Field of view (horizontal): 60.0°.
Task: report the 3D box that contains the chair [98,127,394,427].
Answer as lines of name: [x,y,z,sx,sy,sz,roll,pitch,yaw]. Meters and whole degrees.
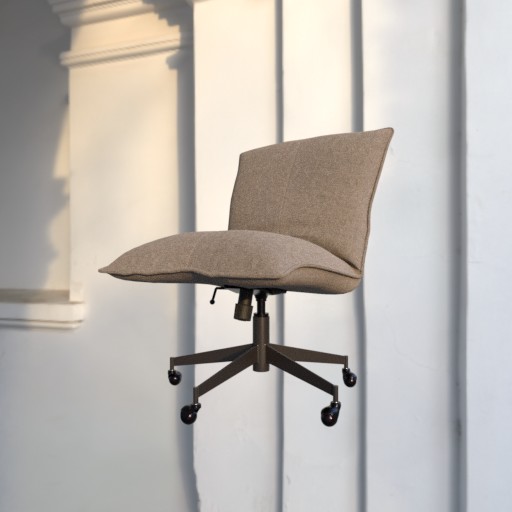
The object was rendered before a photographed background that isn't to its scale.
chair: [0.000,0.000,1.283,0.597,0.811,0.696,0,0,35]
